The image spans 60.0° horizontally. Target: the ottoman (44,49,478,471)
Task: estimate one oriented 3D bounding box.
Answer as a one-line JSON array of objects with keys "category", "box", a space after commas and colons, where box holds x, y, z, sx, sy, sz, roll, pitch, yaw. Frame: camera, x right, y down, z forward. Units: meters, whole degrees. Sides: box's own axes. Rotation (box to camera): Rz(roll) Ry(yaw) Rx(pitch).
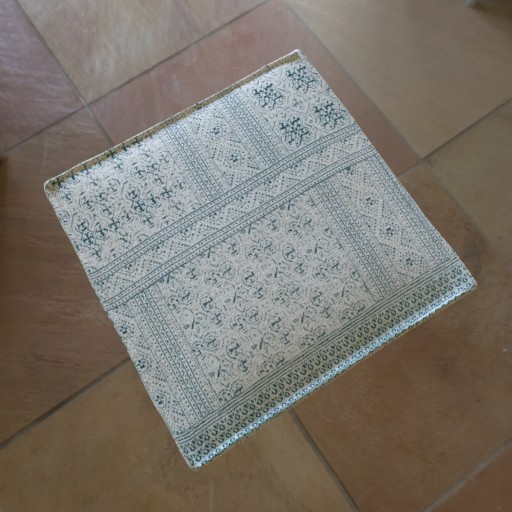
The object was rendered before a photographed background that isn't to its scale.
[{"category": "ottoman", "box": [0.000, 0.000, 1.021, 0.626, 0.439, 0.617, -31, 78, -7]}]
